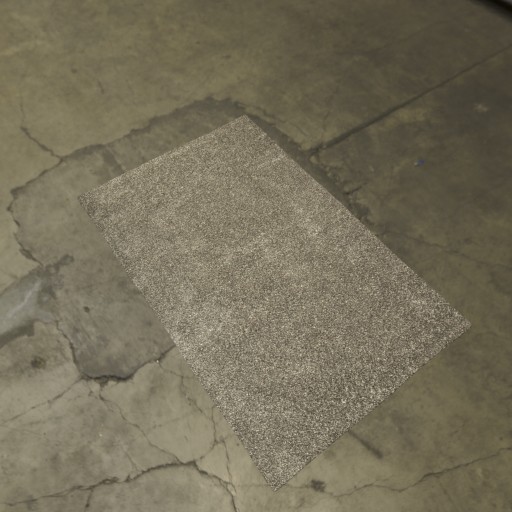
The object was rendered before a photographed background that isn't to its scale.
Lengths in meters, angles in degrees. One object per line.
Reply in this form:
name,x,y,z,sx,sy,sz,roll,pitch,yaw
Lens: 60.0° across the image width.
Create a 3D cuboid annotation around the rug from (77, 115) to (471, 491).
rug,0.000,0.000,2.934,1.502,0.025,2.350,-32,63,-19
